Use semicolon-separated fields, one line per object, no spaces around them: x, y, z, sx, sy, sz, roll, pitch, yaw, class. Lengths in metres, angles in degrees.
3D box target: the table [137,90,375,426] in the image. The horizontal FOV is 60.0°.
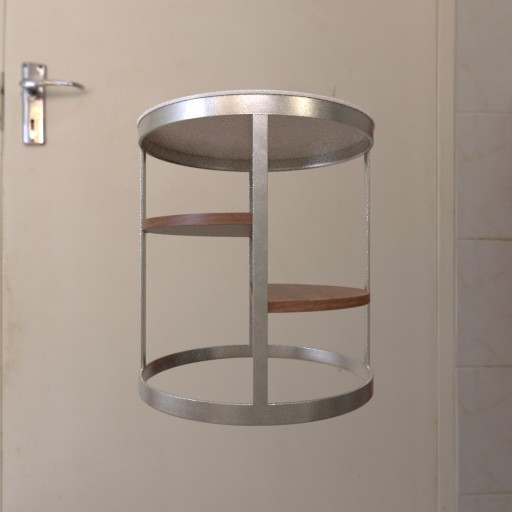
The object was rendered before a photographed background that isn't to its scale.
0.000;0.000;0.784;0.407;0.447;0.407;0;0;0;table
